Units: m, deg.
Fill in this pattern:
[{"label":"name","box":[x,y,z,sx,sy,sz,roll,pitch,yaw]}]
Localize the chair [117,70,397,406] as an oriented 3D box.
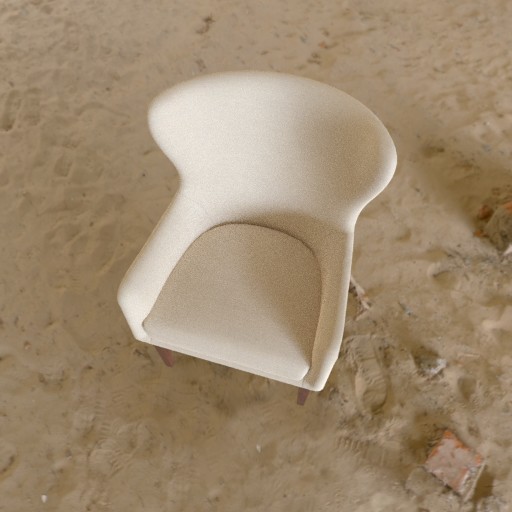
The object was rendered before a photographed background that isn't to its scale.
[{"label":"chair","box":[0.000,0.000,1.537,0.696,0.990,0.744,14,60,8]}]
